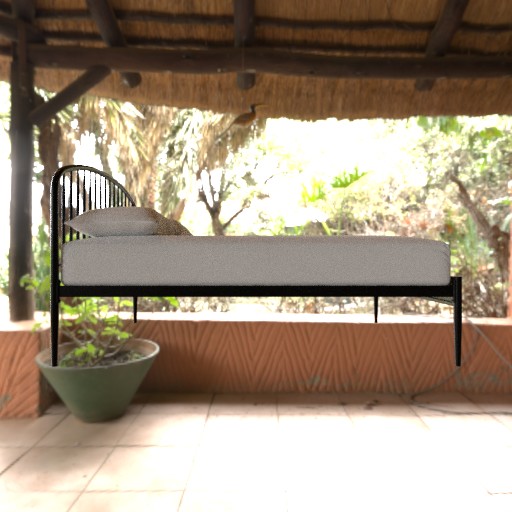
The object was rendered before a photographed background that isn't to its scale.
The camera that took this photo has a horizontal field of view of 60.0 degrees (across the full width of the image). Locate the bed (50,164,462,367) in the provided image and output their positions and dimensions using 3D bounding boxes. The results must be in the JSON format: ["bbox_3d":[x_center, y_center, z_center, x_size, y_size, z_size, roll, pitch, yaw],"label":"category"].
[{"bbox_3d":[0.000,0.000,3.116,2.159,1.166,1.618,0,0,0],"label":"bed"}]
